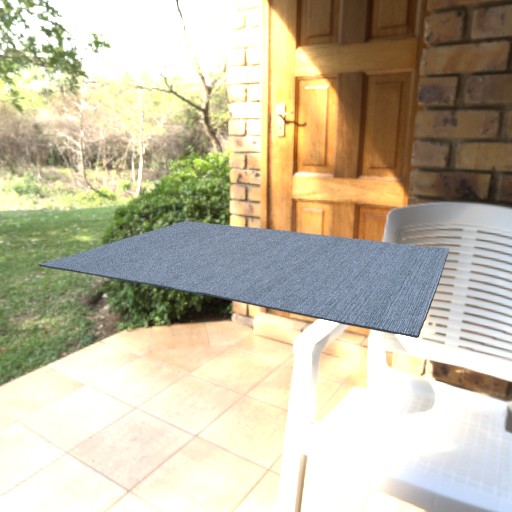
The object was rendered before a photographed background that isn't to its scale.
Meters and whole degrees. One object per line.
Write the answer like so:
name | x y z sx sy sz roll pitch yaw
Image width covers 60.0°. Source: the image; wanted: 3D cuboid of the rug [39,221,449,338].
rug | 0.000 0.000 3.031 2.338 0.030 1.616 8 17 26
